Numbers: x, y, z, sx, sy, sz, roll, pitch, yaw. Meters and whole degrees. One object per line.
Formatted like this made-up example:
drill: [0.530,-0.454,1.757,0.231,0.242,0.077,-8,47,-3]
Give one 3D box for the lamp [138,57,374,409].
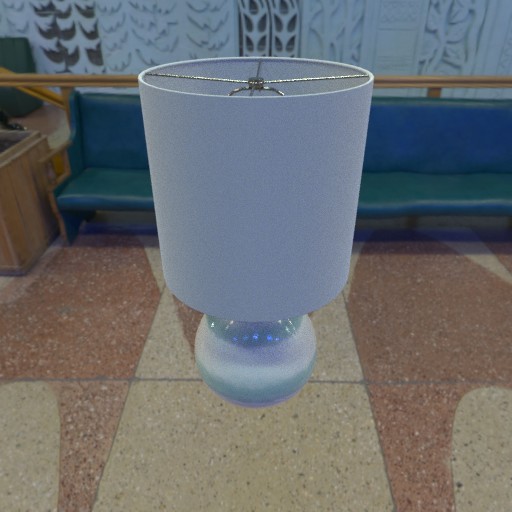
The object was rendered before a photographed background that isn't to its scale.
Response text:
lamp: [0.000,0.000,0.521,0.217,0.404,0.217,1,31,2]
